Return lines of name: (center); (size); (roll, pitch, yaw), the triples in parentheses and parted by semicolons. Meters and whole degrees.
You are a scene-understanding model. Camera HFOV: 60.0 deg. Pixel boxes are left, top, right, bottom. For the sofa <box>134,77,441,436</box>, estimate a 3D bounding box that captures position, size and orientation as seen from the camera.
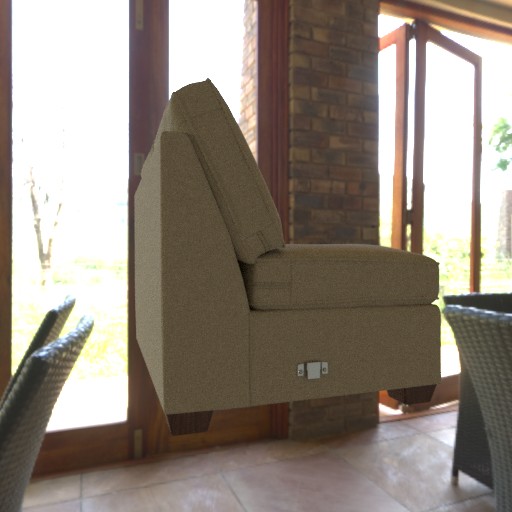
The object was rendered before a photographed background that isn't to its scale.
sofa: (0.000, 0.000, 1.922); (0.951, 1.008, 1.237); (0, 0, -19)
